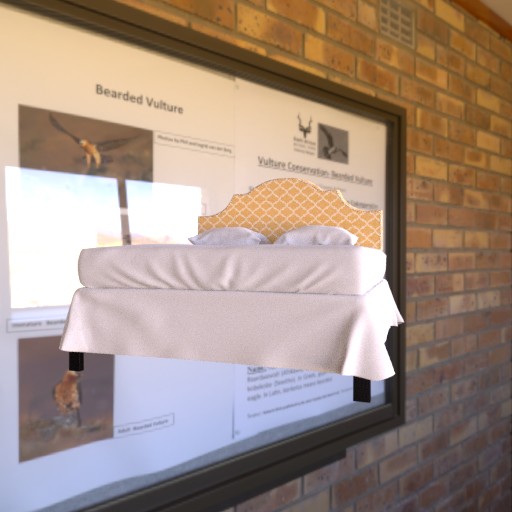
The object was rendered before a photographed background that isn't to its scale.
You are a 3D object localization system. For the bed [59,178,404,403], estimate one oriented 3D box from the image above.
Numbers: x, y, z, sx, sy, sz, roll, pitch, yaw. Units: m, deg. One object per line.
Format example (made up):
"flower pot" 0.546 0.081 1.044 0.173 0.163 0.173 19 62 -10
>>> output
"bed" 0.000 0.000 3.692 2.314 1.601 2.222 0 0 19
